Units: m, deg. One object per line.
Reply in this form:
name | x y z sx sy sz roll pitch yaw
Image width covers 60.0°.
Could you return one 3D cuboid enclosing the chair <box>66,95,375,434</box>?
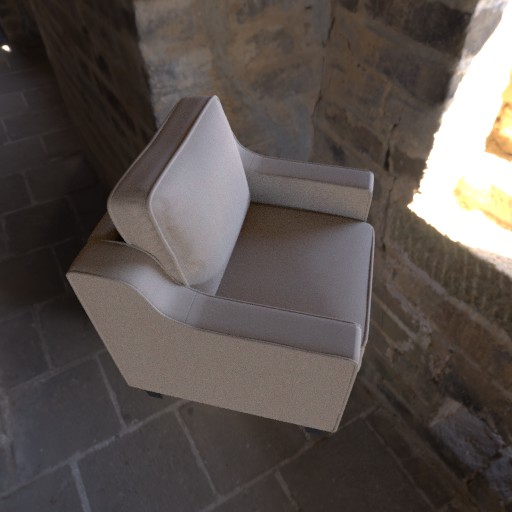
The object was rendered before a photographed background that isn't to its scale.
chair | 0.000 0.000 1.673 0.882 0.948 0.922 9 47 9
